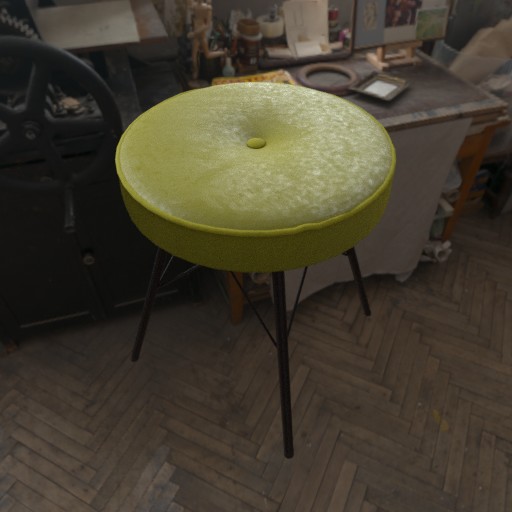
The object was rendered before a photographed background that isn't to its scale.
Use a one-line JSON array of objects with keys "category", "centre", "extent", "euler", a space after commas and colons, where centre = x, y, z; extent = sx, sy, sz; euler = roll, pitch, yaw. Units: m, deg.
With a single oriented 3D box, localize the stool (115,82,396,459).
[{"category": "stool", "centre": [0.000, 0.000, 0.824], "extent": [0.409, 0.508, 0.409], "euler": [24, 50, 22]}]
